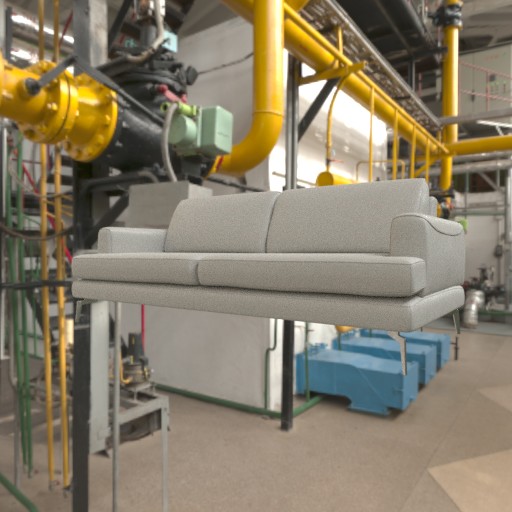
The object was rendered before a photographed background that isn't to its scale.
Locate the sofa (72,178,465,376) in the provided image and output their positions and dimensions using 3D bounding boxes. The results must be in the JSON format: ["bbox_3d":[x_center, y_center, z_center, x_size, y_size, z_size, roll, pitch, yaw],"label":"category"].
[{"bbox_3d":[0.000,0.000,2.380,1.940,0.765,0.974,1,1,35],"label":"sofa"}]
